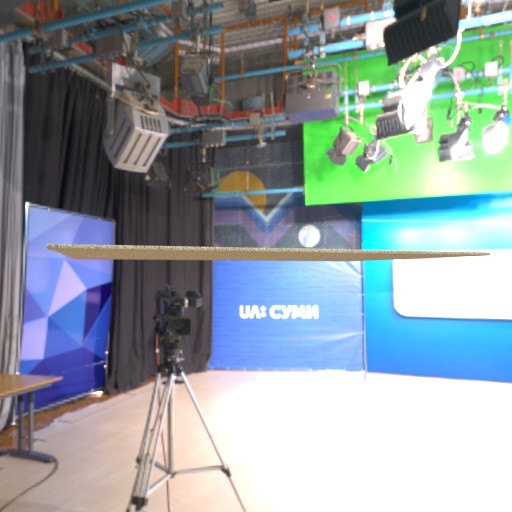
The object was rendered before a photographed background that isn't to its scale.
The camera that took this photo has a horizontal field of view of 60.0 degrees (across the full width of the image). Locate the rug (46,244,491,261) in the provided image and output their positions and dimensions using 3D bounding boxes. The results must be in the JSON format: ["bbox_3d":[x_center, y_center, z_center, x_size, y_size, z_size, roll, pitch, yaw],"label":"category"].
[{"bbox_3d":[0.000,0.000,3.376,2.699,0.025,1.800,1,-2,-19],"label":"rug"}]
